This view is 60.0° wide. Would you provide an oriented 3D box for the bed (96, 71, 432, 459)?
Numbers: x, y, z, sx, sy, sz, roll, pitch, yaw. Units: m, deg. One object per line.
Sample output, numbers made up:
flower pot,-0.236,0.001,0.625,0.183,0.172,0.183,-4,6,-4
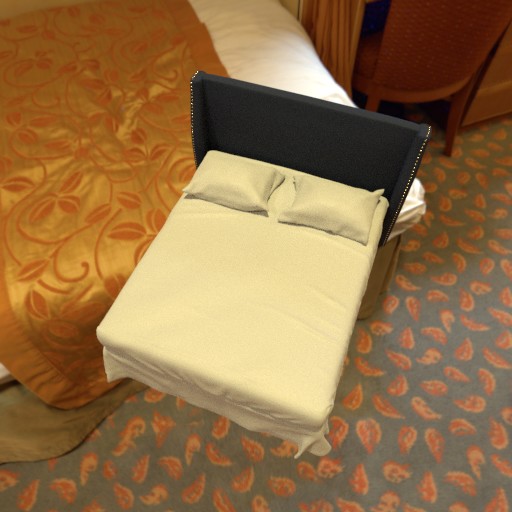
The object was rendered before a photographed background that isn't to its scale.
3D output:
bed,0.000,0.000,3.382,1.925,1.332,2.276,18,58,11
